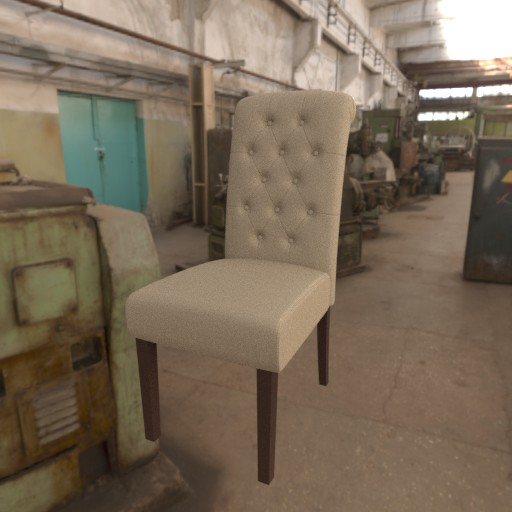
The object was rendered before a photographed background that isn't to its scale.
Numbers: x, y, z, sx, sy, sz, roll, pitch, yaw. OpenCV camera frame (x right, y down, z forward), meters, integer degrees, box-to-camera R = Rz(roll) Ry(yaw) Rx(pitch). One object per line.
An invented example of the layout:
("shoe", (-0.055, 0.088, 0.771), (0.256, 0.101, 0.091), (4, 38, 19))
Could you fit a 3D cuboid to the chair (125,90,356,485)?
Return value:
("chair", (0.000, 0.000, 1.362), (0.456, 1.006, 0.671), (7, 16, 26))
